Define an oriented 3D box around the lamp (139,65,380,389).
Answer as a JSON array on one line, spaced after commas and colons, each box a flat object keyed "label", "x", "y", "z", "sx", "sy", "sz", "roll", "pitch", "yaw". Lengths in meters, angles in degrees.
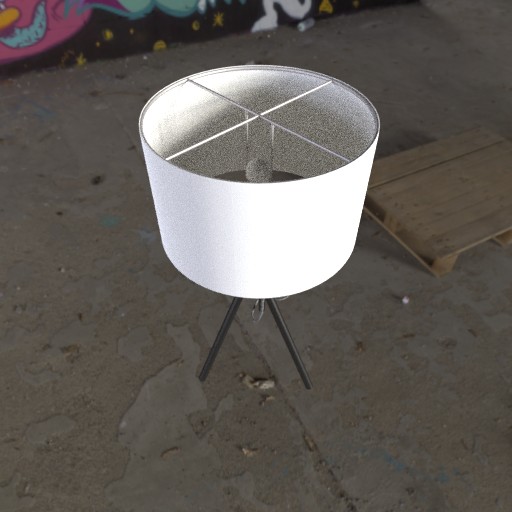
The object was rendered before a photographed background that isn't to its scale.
[{"label": "lamp", "x": 0.000, "y": 0.000, "z": 0.924, "sx": 0.353, "sy": 0.674, "sz": 0.422, "roll": -5, "pitch": 46, "yaw": -5}]
